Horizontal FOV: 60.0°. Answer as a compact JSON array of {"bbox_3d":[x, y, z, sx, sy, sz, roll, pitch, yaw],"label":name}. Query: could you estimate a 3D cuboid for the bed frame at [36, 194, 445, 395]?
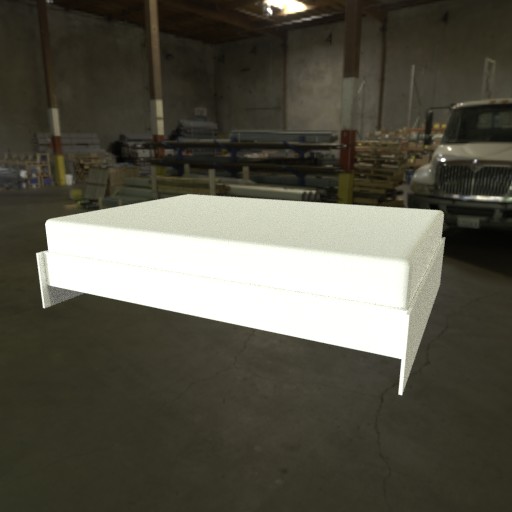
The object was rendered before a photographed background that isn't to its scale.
[{"bbox_3d":[0.000,0.000,2.622,1.945,0.497,1.445,7,16,26],"label":"bed frame"}]
